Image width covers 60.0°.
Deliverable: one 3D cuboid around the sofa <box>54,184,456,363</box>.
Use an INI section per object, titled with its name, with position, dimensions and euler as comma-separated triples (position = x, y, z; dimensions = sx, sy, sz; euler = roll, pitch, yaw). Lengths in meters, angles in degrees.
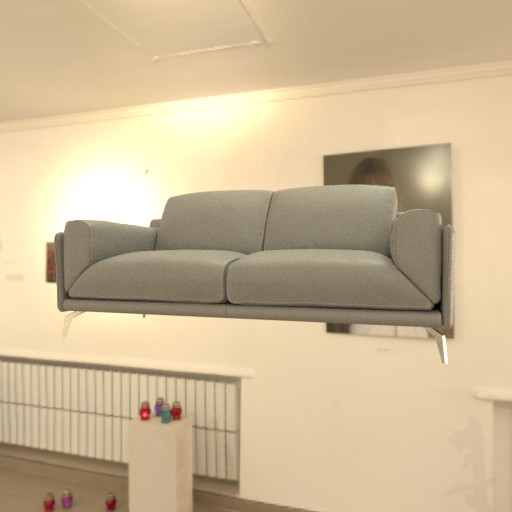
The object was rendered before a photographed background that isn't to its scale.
[sofa]
position = 0.000, 0.000, 2.672
dimensions = 2.101, 0.930, 1.049
euler = 0, 0, 18
